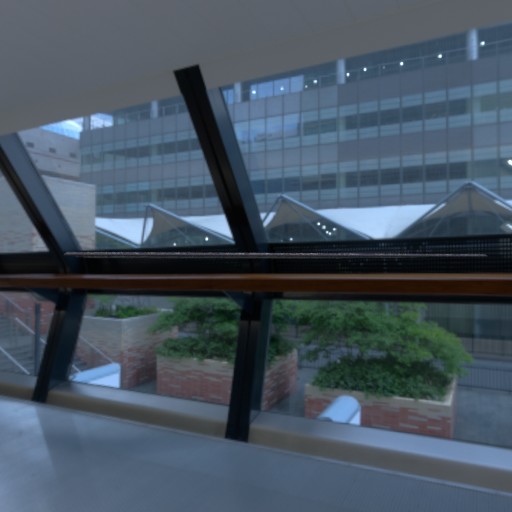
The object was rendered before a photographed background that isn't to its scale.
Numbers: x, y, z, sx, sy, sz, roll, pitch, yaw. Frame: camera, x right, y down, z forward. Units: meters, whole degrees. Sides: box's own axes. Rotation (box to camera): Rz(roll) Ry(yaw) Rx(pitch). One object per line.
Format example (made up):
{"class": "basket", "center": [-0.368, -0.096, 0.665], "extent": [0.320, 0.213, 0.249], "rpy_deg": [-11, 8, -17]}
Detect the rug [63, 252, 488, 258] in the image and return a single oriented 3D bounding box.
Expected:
{"class": "rug", "center": [0.000, 0.000, 4.796], "extent": [3.612, 0.035, 2.716], "rpy_deg": [0, -1, -19]}
